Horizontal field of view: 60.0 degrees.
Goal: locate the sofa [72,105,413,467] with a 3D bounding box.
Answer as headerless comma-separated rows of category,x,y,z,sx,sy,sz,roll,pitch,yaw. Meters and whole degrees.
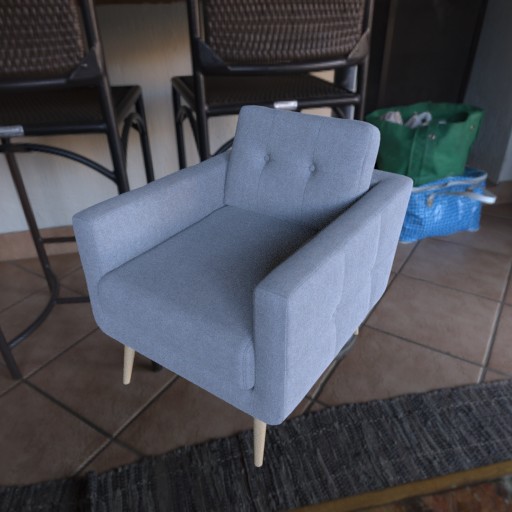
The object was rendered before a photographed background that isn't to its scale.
sofa,0.000,0.000,1.536,0.770,0.860,0.920,19,35,29
